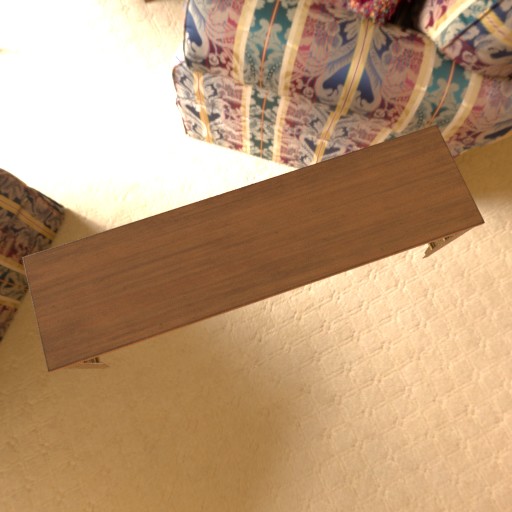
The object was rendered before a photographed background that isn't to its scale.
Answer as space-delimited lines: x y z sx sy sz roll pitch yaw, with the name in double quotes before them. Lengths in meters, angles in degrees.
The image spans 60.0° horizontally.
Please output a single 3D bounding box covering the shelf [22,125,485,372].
"shelf" 0.000 0.000 0.719 0.636 0.190 0.166 -18 77 -5
